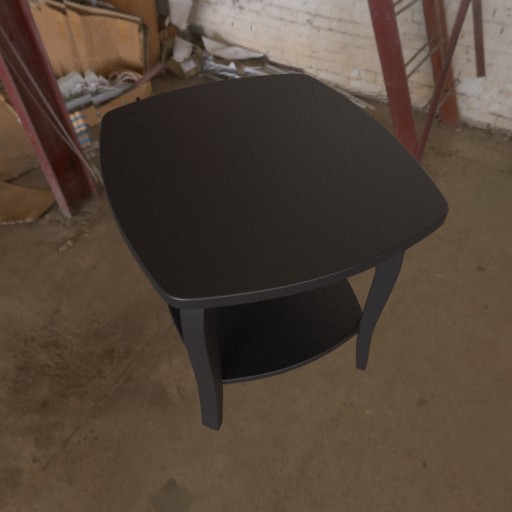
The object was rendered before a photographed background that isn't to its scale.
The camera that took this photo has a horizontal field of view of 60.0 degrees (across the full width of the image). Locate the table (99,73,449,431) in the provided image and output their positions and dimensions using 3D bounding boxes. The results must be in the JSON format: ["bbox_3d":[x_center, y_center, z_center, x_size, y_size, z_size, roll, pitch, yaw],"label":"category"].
[{"bbox_3d":[0.000,0.000,0.846,0.457,0.457,0.508,-17,50,-15],"label":"table"}]
